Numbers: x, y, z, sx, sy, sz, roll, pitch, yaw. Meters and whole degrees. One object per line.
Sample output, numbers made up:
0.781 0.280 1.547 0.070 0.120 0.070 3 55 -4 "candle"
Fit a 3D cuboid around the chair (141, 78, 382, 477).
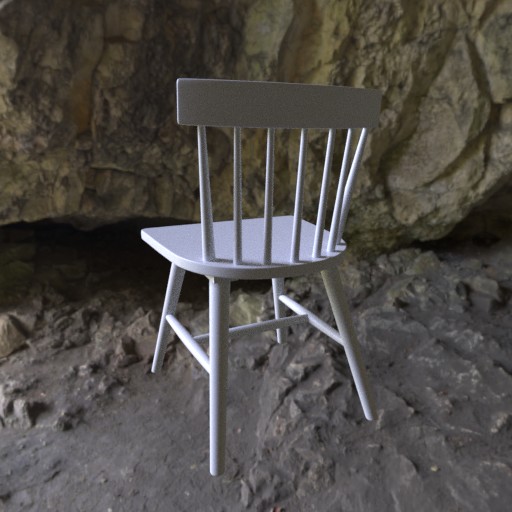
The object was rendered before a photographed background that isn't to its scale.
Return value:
0.000 0.000 1.127 0.483 0.787 0.500 -7 17 -26 "chair"
